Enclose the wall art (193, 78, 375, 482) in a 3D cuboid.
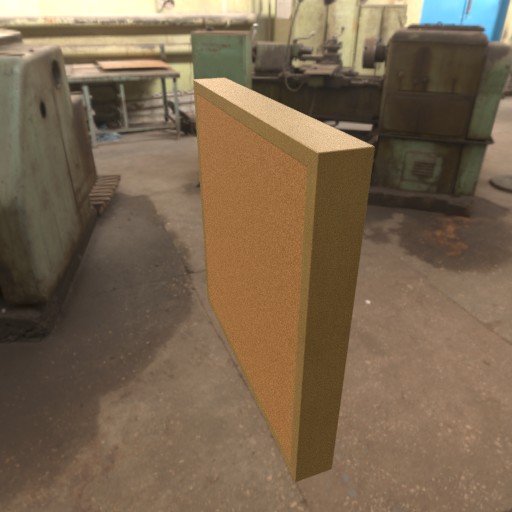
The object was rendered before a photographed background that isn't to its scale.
[{"bbox_3d":[0.000,0.000,0.458,0.038,0.305,0.305,-10,31,-18],"label":"wall art"}]
